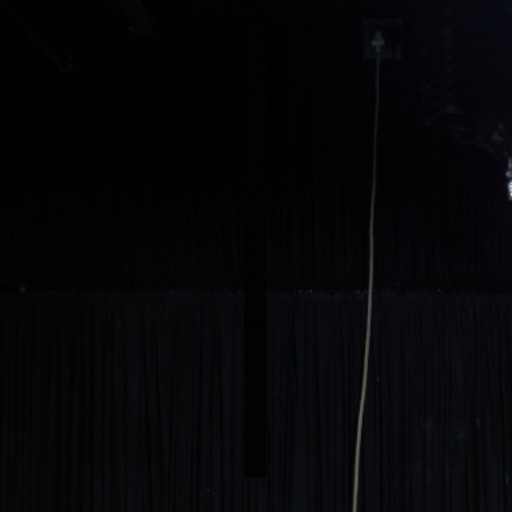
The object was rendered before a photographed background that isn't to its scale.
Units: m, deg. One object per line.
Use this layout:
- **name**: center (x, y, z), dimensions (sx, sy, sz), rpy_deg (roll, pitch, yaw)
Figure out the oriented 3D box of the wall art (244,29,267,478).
- **wall art**: center (0.000, 0.000, 1.130), dimensions (0.037, 0.761, 0.761), rpy_deg (0, -1, 0)
